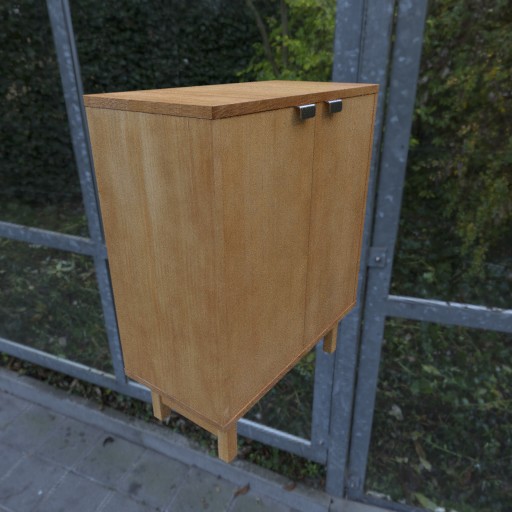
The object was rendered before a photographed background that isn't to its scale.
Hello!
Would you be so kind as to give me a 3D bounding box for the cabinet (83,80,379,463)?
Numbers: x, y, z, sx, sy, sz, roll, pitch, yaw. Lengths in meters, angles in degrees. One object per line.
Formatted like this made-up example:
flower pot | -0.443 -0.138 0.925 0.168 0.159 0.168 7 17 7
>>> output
cabinet | 0.000 0.000 1.416 0.419 1.001 0.800 17 29 32
